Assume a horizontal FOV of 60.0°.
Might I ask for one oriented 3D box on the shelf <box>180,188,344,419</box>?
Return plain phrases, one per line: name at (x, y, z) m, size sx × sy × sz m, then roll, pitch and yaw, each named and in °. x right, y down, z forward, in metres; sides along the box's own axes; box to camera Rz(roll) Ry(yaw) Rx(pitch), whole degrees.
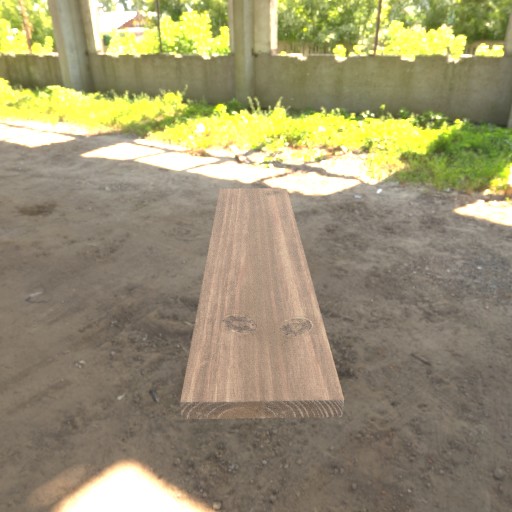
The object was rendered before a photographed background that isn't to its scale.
shelf at (0.000, 0.000, 0.656) m, size 0.140 × 0.020 × 0.610 m, roll 0°, pitch 26°, yaw -1°
